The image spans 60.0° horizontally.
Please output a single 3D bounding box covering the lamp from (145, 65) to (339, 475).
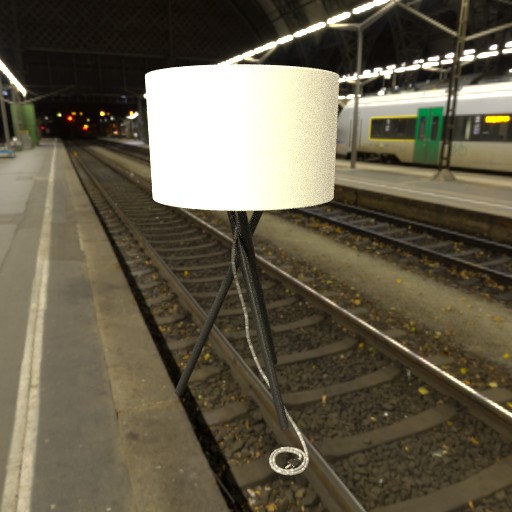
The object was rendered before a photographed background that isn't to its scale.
[{"bbox_3d":[0.000,0.000,0.893,0.353,0.674,0.422,-15,22,-42],"label":"lamp"}]
